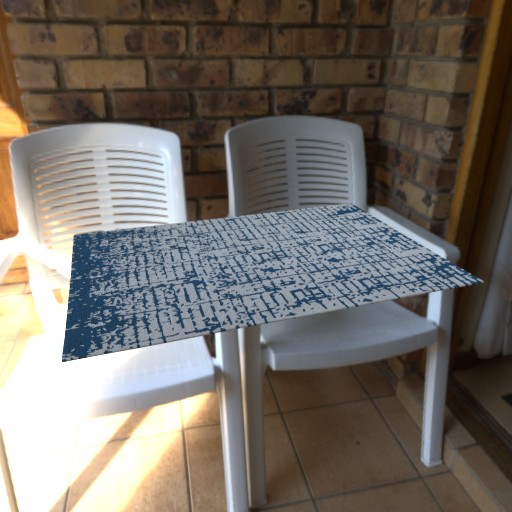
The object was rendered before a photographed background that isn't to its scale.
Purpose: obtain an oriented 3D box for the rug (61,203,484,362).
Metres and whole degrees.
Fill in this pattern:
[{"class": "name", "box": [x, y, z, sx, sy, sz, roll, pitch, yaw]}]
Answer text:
[{"class": "rug", "box": [0.000, 0.000, 2.318, 1.828, 0.007, 1.220, -8, 26, -17]}]
